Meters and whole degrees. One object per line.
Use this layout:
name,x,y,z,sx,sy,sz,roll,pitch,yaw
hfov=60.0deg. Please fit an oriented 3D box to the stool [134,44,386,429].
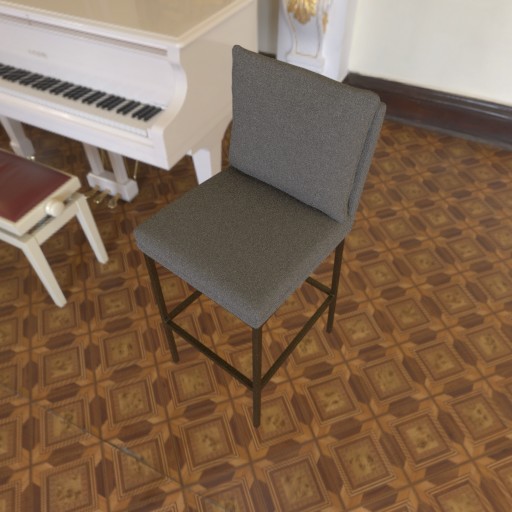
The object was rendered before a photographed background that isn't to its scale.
stool,0.000,0.000,1.449,0.463,1.132,0.569,31,55,25
